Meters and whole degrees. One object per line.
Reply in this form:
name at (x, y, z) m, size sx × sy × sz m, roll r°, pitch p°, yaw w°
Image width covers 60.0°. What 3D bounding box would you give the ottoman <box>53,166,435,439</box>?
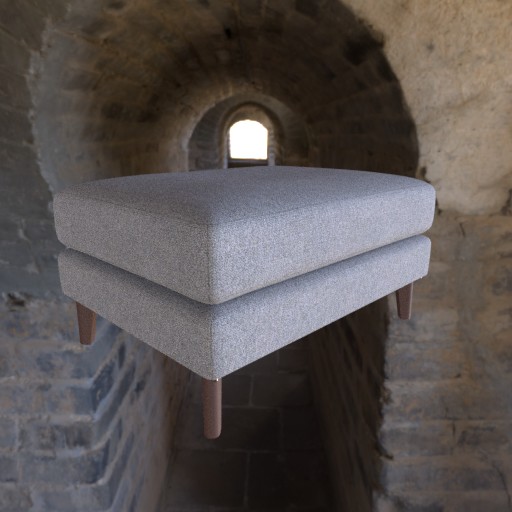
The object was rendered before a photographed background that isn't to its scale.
ottoman at (0.000, 0.000, 1.186) m, size 0.611 × 0.441 × 0.821 m, roll 15°, pitch 22°, yaw 43°
